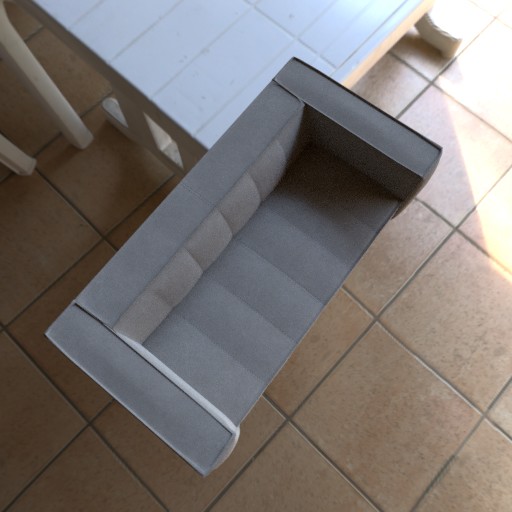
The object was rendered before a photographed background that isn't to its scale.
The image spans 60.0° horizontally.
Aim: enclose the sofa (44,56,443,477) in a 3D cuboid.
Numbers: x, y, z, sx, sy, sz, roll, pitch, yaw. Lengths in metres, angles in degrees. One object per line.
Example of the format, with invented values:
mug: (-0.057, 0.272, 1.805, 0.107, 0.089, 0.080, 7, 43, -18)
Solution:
sofa: (0.000, 0.000, 2.482, 1.038, 0.680, 1.995, 37, 77, 10)
